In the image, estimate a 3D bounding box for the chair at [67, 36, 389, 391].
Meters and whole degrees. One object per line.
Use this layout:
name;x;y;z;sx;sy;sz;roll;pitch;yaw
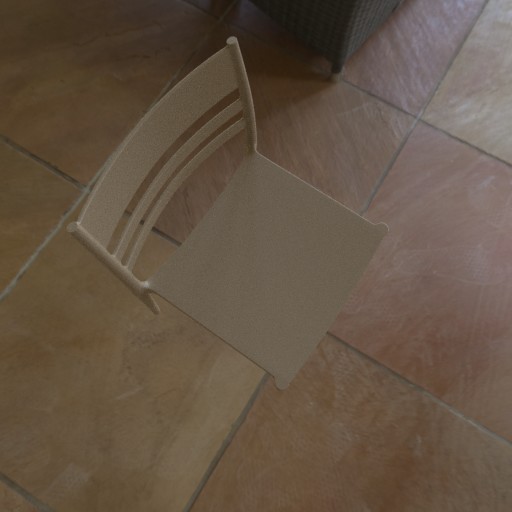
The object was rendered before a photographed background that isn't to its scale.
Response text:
chair;0.000;0.000;1.126;0.511;0.800;0.531;34;77;9
